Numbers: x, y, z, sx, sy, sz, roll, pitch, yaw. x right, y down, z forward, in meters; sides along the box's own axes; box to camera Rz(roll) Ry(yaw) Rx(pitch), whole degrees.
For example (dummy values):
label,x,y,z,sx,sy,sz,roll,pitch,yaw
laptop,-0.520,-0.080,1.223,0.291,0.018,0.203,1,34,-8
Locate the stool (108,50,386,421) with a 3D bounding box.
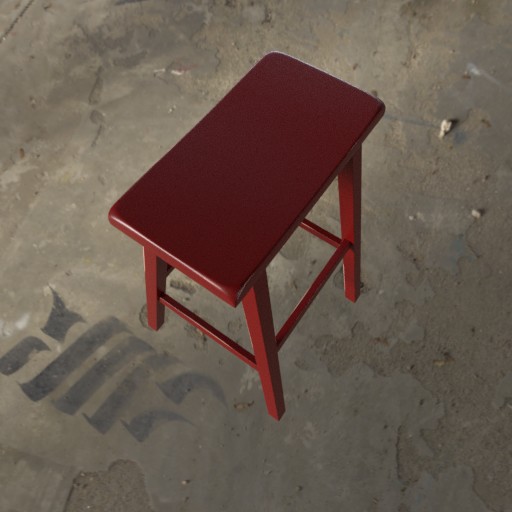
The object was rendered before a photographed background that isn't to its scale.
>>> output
label,x,y,z,sx,sy,sz,roll,pitch,yaw
stool,0.000,0.000,1.037,0.476,0.737,0.457,32,68,15
